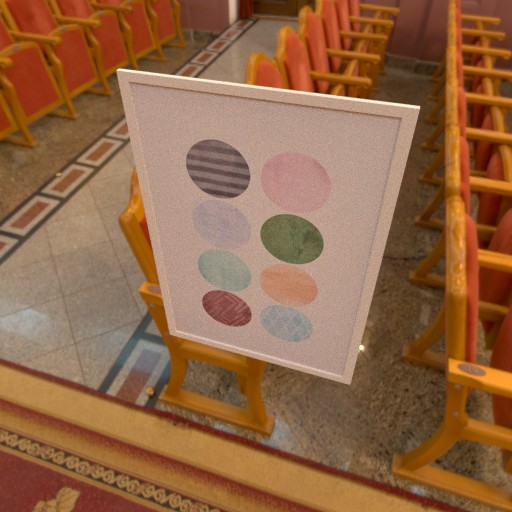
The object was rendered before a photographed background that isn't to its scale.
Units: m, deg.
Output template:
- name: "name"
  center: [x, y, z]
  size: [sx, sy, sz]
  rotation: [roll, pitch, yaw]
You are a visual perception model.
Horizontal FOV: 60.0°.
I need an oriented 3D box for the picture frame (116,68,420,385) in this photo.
- name: "picture frame"
  center: [0.000, 0.000, 1.234]
  size: [0.659, 0.940, 0.013]
  rotation: [12, 43, 14]
